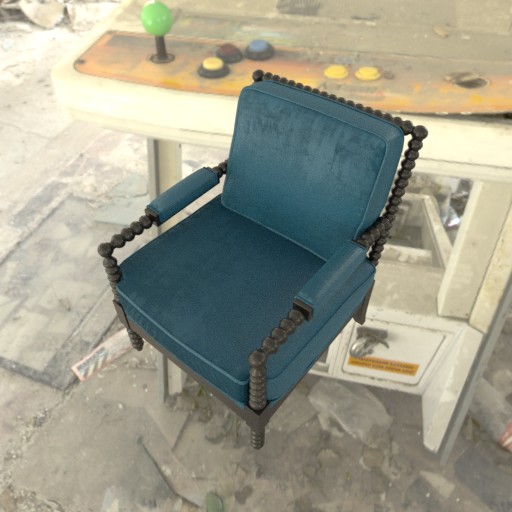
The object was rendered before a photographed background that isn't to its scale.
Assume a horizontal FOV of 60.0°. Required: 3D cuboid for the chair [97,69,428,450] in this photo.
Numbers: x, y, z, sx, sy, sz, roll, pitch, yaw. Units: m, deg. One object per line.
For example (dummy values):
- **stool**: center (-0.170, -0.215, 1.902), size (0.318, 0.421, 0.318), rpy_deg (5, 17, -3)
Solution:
- **chair**: center (0.000, 0.000, 1.484), size (0.688, 0.857, 0.805), rpy_deg (30, 53, 26)
